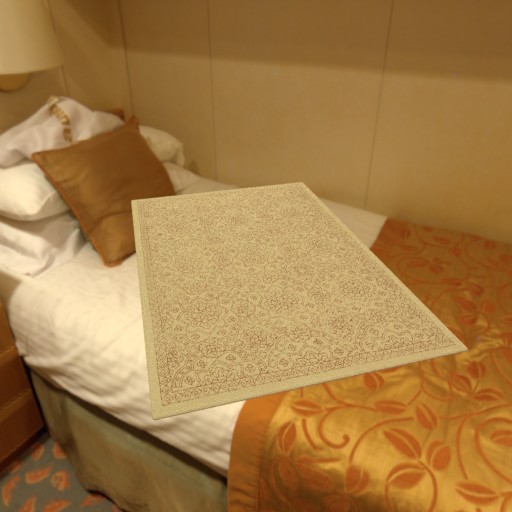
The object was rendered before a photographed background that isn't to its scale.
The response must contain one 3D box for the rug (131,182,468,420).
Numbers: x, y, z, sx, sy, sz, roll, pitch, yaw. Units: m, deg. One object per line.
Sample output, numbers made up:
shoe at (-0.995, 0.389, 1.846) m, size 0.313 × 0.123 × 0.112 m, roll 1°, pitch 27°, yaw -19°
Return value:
rug at (0.000, 0.000, 2.348) m, size 1.219 × 0.010 × 1.829 m, roll -8°, pitch 32°, yaw -13°
